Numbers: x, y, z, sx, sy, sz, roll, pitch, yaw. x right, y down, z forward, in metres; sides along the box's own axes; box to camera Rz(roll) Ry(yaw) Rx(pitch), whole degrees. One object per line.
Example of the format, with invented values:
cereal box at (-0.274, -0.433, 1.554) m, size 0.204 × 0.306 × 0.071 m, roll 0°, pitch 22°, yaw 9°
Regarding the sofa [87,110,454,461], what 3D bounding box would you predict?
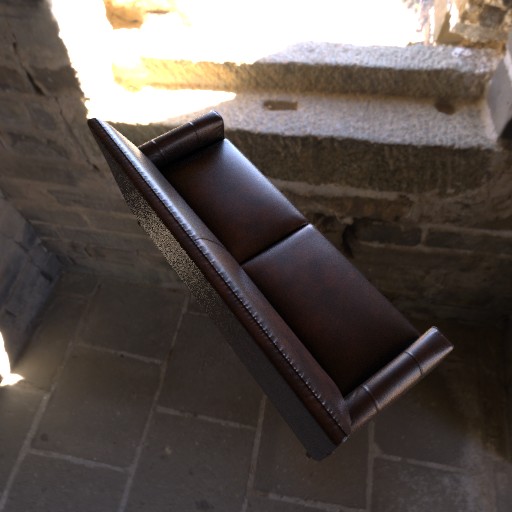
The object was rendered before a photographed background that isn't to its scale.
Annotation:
sofa at (0.000, 0.000, 2.395) m, size 0.786 × 0.871 × 1.995 m, roll -31°, pitch 62°, yaw -19°
